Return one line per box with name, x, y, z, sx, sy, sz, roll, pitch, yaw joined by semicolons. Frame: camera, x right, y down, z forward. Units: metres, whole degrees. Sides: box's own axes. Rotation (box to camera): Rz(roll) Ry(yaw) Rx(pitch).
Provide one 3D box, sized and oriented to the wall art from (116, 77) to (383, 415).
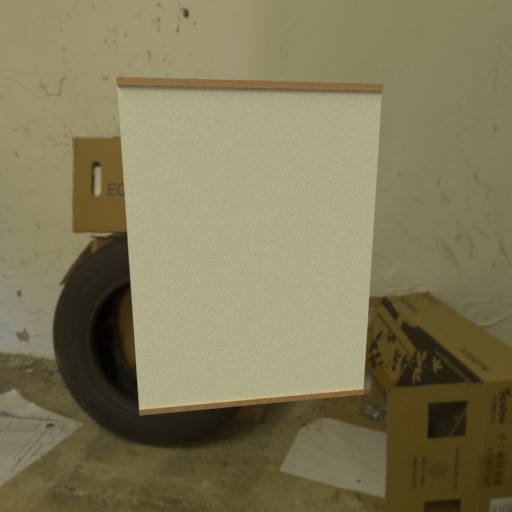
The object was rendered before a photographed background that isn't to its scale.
wall art;0.000;0.000;1.369;0.758;1.016;0.013;-2;14;-9
